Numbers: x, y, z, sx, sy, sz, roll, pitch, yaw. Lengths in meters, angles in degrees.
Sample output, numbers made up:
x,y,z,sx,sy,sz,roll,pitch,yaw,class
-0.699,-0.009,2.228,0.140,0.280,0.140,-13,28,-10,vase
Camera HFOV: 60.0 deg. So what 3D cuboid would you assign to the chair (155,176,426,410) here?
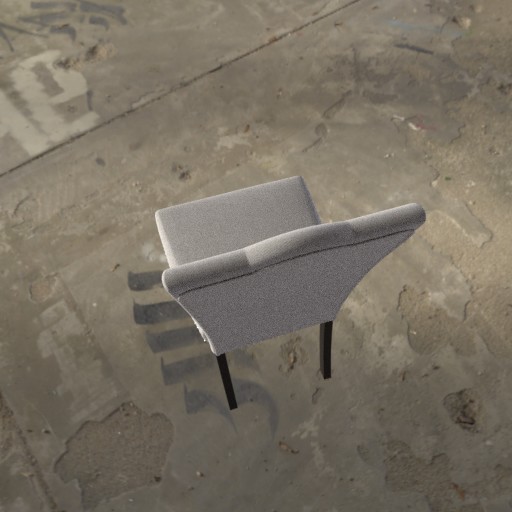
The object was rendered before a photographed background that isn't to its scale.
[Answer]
x,y,z,sx,sy,sz,roll,pitch,yaw,class
0.000,0.000,1.289,0.518,0.946,0.589,-15,60,-9,chair
